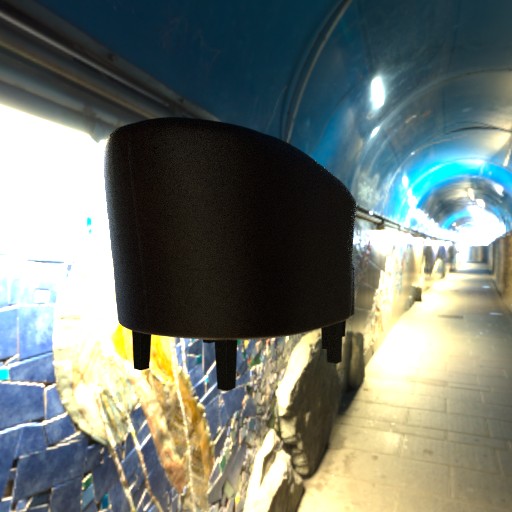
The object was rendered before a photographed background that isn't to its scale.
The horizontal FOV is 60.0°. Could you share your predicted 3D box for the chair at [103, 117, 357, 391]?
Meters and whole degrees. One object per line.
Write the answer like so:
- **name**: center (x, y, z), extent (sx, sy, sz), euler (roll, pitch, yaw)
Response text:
- **chair**: center (0.000, 0.000, 1.689), extent (0.737, 0.755, 1.176), euler (0, 1, 36)
